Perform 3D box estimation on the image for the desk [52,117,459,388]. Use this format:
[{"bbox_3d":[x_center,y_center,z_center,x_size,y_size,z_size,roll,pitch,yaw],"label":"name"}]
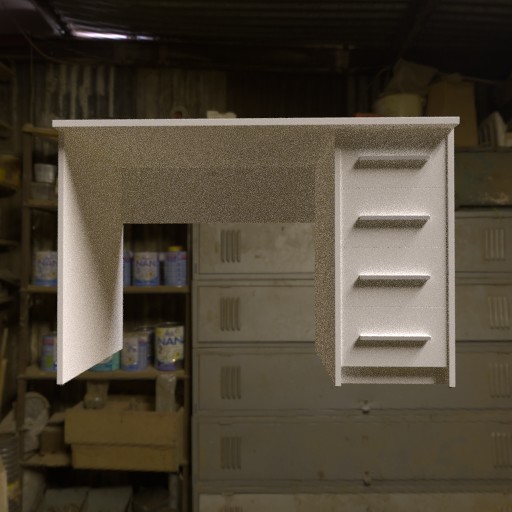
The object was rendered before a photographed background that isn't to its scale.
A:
[{"bbox_3d":[0.000,0.000,1.465,1.096,0.730,0.560,0,-1,1],"label":"desk"}]
